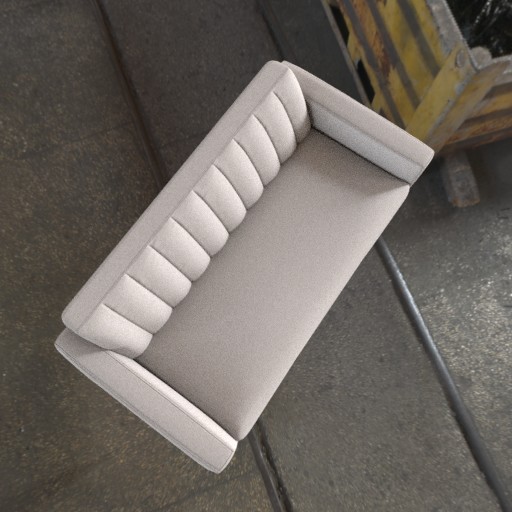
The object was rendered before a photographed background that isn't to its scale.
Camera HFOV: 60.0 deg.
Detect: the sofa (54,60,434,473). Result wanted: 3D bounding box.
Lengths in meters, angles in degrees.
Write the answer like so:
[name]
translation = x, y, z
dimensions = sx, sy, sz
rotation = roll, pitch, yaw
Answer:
[sofa]
translation = 0.000, 0.000, 2.369
dimensions = 0.969, 0.814, 1.895
rotation = 35, 78, 8
